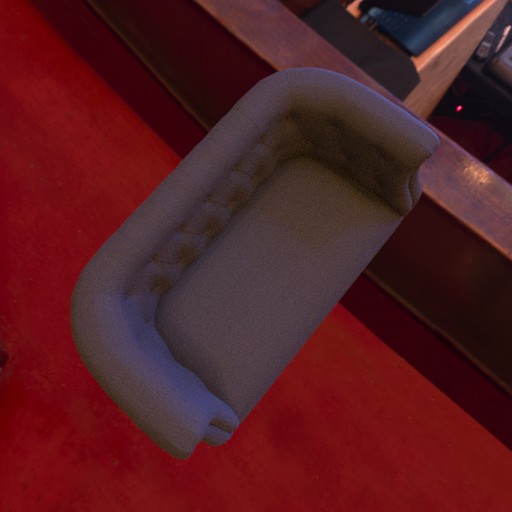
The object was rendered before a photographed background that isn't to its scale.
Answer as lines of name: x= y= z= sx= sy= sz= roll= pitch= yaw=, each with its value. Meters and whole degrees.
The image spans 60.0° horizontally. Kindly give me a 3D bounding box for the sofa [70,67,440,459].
sofa: x=0.000 y=0.000 z=1.988 sx=0.835 sy=0.827 sz=1.558 roll=39 pitch=80 yaw=8
